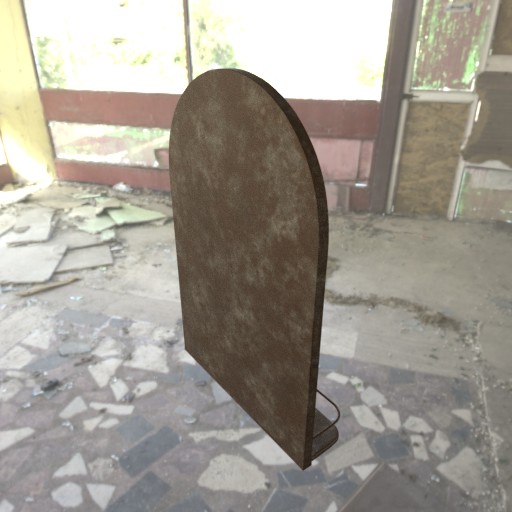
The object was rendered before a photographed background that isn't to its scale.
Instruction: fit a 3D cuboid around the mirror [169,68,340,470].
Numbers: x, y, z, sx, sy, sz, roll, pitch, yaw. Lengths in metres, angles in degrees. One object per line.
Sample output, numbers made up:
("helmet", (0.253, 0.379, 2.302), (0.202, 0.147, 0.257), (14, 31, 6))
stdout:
("mirror", (0.000, 0.000, 0.981), (0.137, 0.770, 0.510), (-19, 32, -33))
